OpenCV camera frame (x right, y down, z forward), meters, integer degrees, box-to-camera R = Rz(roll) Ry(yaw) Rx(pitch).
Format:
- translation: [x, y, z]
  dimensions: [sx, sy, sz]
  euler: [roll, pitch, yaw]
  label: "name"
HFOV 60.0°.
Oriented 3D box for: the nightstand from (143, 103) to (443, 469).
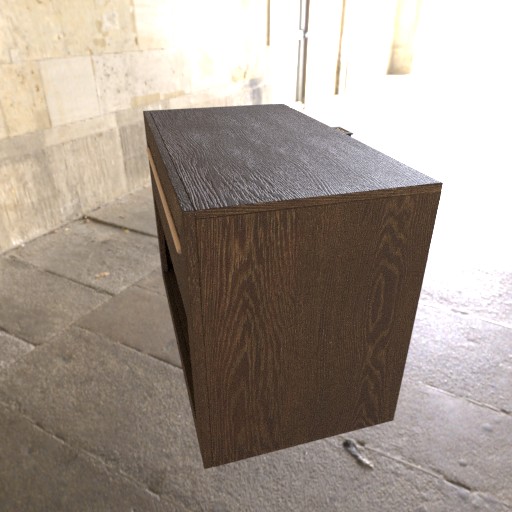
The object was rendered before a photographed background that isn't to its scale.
- translation: [0.000, 0.000, 1.144]
  dimensions: [0.457, 0.612, 0.775]
  euler: [-8, 30, -15]
  label: "nightstand"
